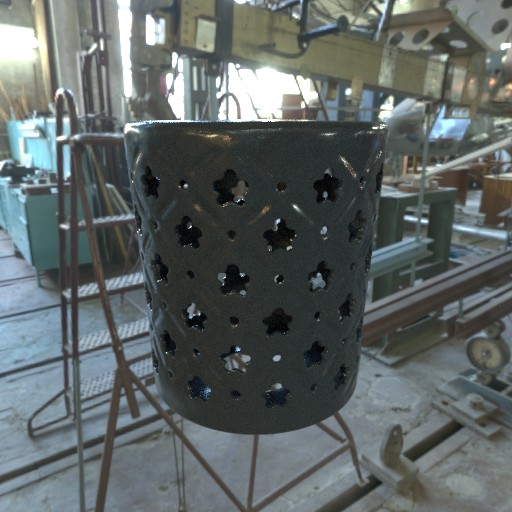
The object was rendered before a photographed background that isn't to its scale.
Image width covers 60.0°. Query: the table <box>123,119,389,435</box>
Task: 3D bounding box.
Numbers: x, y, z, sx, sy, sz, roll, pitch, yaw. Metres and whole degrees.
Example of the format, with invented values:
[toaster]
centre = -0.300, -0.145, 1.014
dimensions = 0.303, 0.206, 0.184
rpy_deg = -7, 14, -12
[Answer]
[table]
centre = 0.000, 0.000, 0.657
dimensions = 0.352, 0.387, 0.352
rpy_deg = 0, 17, 0
